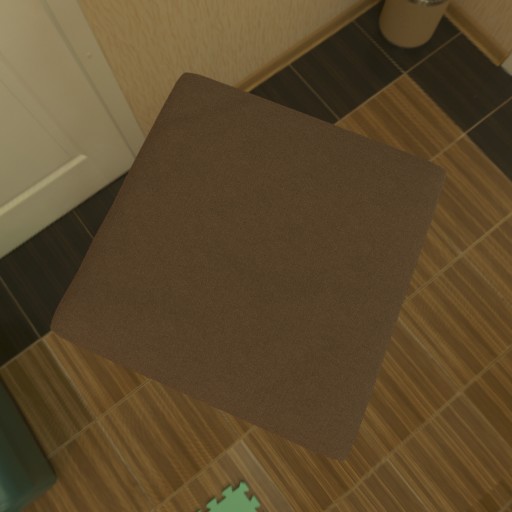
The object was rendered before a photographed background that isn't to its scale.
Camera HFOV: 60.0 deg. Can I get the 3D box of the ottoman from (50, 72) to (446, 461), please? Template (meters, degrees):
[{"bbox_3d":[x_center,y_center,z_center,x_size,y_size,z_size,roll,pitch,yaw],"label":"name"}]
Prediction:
[{"bbox_3d":[0.000,0.000,1.826,1.181,0.470,1.181,22,78,5],"label":"ottoman"}]
